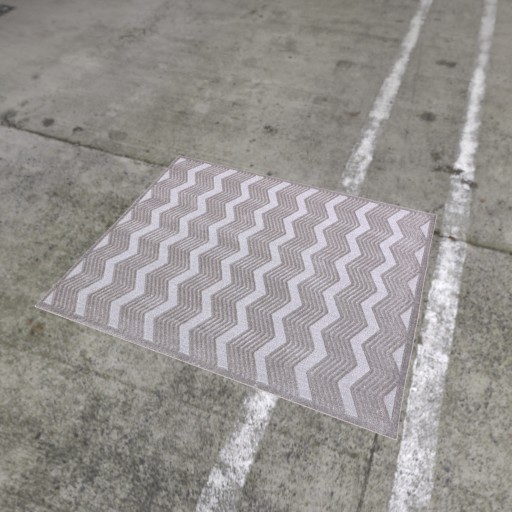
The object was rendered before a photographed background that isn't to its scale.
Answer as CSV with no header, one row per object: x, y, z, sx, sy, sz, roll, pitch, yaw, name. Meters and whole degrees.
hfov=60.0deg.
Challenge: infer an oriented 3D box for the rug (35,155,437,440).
0.000,0.000,3.961,2.880,0.005,2.391,16,47,15,rug
